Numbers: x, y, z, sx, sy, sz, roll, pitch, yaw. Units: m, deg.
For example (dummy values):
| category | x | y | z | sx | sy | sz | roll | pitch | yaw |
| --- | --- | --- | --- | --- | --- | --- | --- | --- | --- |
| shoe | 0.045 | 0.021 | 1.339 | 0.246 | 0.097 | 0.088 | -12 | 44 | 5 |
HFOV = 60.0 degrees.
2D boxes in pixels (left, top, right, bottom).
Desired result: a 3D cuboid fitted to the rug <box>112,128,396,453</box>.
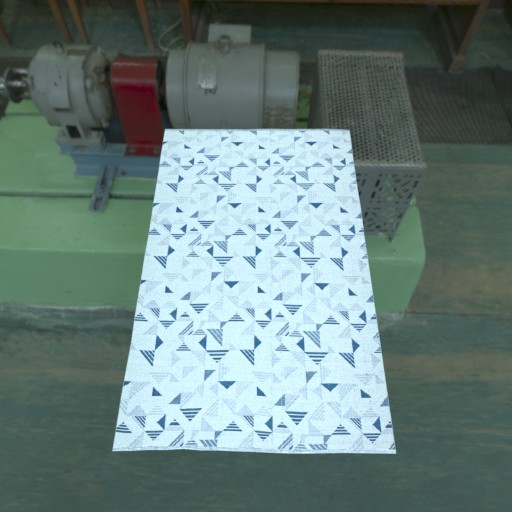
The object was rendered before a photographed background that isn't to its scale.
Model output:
| category | x | y | z | sx | sy | sz | roll | pitch | yaw |
| --- | --- | --- | --- | --- | --- | --- | --- | --- | --- |
| rug | 0.000 | 0.000 | 2.999 | 1.512 | 0.009 | 2.457 | 0 | 59 | 0 |
